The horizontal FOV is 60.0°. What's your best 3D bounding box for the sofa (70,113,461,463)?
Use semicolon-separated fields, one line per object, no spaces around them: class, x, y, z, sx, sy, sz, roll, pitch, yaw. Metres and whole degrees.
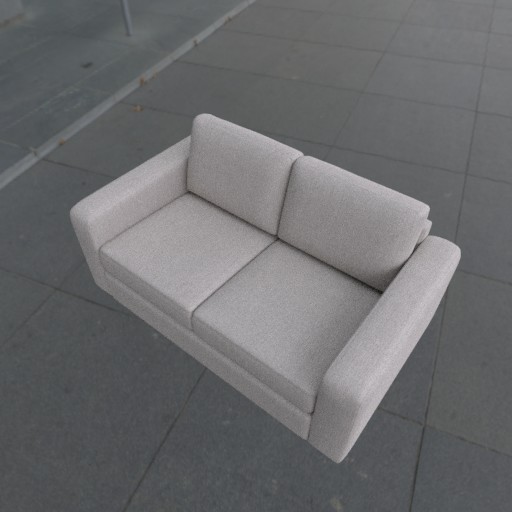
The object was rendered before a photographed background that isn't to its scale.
sofa;0.000;0.000;2.061;1.540;0.800;0.900;29;53;26
